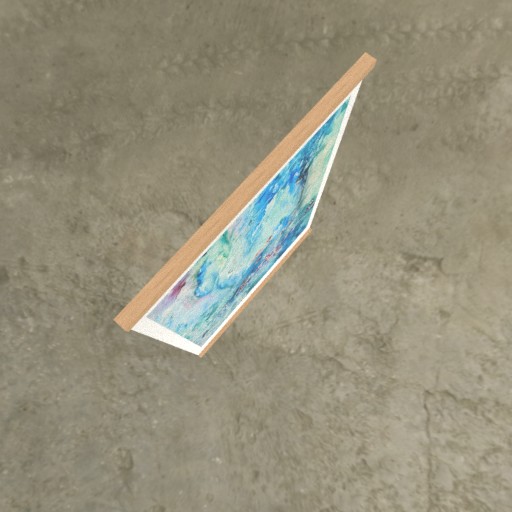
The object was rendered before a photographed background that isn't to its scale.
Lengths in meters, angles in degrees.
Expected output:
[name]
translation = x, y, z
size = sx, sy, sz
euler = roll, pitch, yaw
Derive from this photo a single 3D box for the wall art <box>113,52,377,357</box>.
[wall art]
translation = 0.000, 0.000, 0.758
size = 0.016, 0.611, 0.401
euler = 40, 78, 10
